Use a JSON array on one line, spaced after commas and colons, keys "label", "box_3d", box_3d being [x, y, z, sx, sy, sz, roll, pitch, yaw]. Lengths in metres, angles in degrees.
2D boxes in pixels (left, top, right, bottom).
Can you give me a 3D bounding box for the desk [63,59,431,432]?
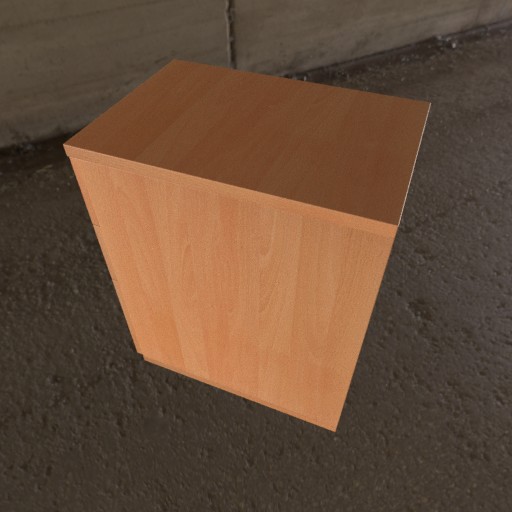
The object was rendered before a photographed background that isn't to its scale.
[{"label": "desk", "box_3d": [0.000, 0.000, 1.103, 0.600, 0.730, 0.404, 16, 48, 15]}]
